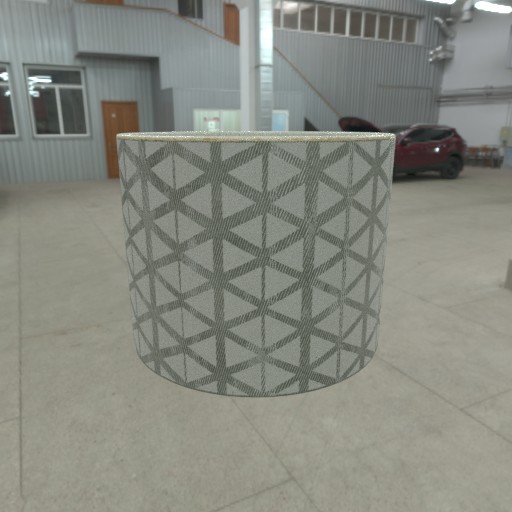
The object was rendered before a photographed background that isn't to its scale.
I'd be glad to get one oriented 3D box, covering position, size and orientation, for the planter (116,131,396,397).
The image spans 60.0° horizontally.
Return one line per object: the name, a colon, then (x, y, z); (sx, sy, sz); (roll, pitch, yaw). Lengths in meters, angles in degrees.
planter: (0.000, 0.000, 0.447); (0.250, 0.239, 0.250); (0, 16, 0)
